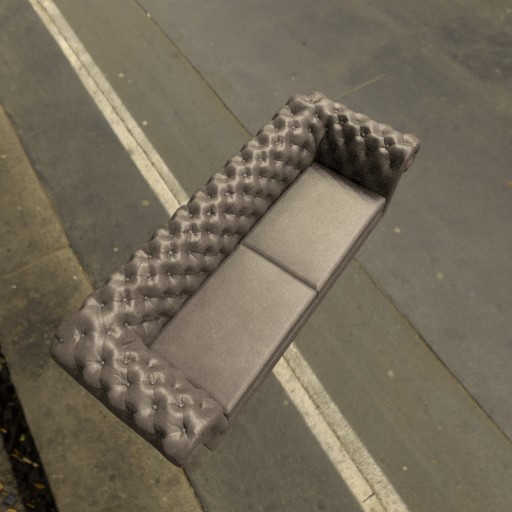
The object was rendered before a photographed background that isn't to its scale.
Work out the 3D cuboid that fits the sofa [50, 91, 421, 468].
[{"bbox_3d":[0.000,0.000,2.766,0.944,0.783,2.385,32,64,18],"label":"sofa"}]
